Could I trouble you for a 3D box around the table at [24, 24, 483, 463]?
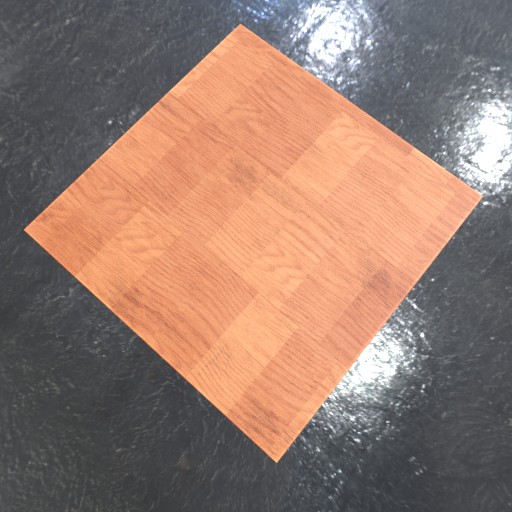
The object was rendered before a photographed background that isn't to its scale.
[{"bbox_3d":[0.000,0.000,1.370,0.747,0.738,0.747,40,78,10],"label":"table"}]
